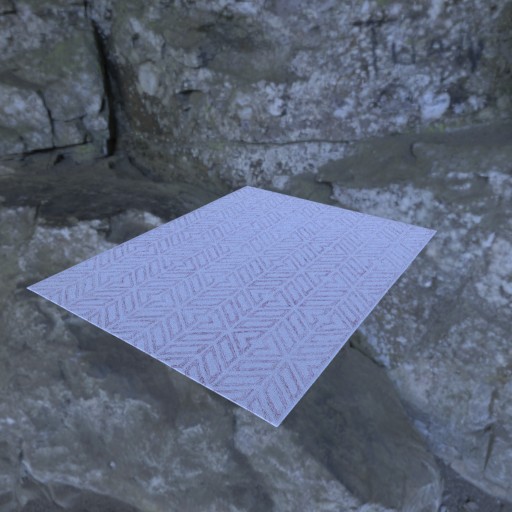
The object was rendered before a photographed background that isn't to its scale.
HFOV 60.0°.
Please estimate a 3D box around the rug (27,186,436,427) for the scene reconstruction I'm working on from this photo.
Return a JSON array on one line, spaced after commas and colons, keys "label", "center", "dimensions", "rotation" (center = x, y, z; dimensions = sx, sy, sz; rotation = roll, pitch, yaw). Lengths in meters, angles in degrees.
[{"label": "rug", "center": [0.000, 0.000, 4.088], "dimensions": [2.421, 0.008, 3.045], "rotation": [18, 33, 30]}]
